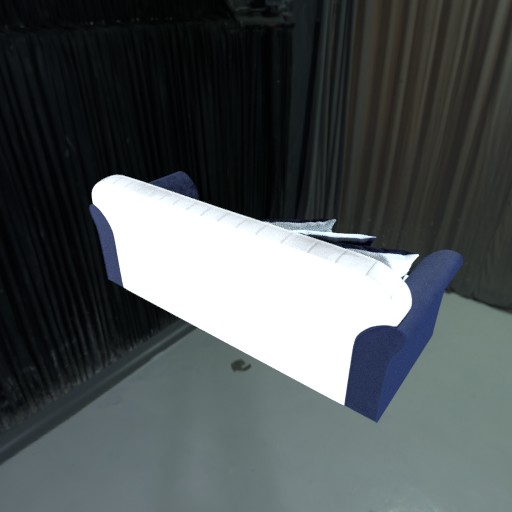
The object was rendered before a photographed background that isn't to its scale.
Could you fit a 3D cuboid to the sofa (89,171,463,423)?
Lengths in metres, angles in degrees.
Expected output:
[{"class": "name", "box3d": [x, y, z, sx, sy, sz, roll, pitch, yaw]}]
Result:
[{"class": "sofa", "box3d": [0.000, 0.000, 2.532, 2.006, 0.789, 0.749, 21, 36, 31]}]
